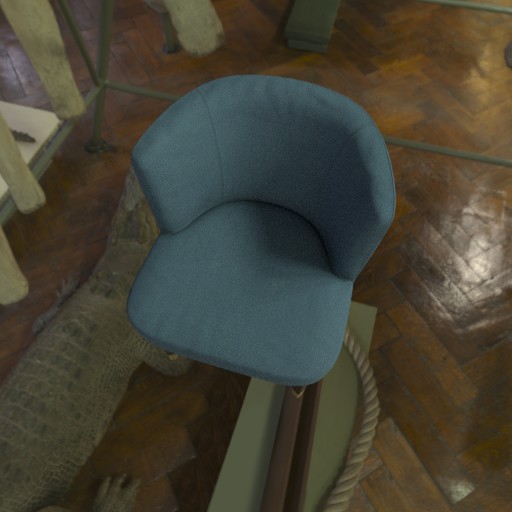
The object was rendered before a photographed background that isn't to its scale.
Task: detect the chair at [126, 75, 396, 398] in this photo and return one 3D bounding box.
[{"bbox_3d":[0.000,0.000,1.345,0.661,0.760,0.702,14,60,9],"label":"chair"}]
